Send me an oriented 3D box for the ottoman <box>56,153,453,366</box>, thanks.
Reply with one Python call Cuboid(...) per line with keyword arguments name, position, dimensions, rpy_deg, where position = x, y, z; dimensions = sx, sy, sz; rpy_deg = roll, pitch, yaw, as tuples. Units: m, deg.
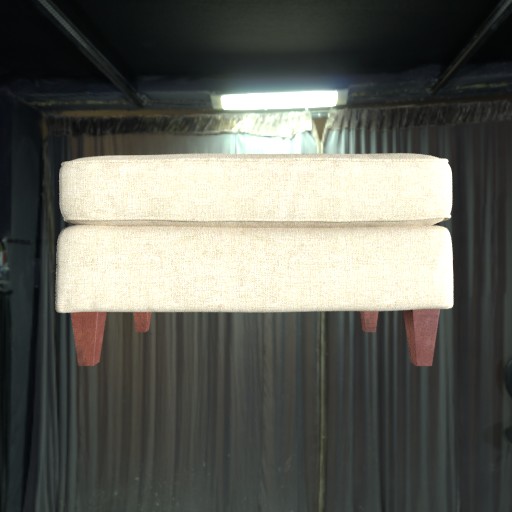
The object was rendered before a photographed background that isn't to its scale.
Cuboid(name="ottoman", position=(0.000, 0.000, 1.213), dimensions=(0.862, 0.484, 0.583), rpy_deg=(0, 0, 0))
